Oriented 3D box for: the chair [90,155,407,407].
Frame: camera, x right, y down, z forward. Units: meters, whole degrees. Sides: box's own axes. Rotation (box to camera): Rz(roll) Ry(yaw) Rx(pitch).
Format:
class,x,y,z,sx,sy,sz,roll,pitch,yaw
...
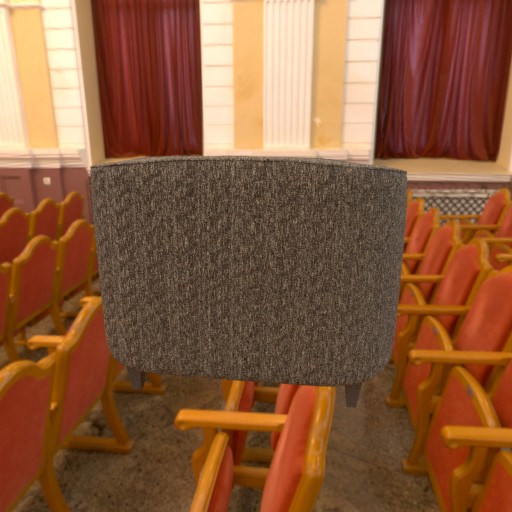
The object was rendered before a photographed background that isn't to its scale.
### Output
class,x,y,z,sx,sy,sz,roll,pitch,yaw
chair,0.000,0.000,1.822,1.104,0.852,0.941,2,16,8
